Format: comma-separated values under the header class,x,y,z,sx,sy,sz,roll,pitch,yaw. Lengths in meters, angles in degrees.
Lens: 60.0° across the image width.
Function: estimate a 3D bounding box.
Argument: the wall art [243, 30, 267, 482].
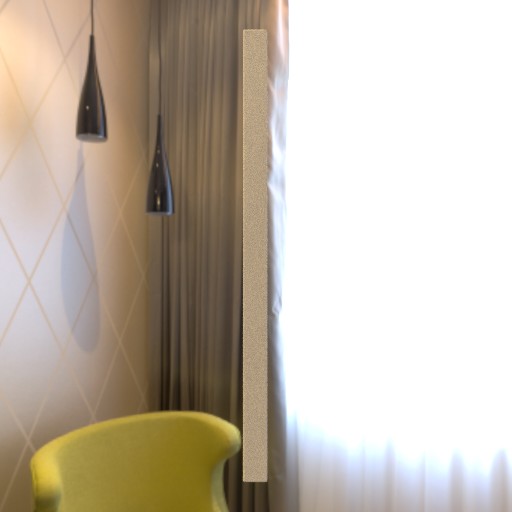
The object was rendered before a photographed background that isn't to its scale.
class,x,y,z,sx,sy,sz,roll,pitch,yaw
wall art,0.000,0.000,1.126,0.040,0.762,0.762,0,0,0
